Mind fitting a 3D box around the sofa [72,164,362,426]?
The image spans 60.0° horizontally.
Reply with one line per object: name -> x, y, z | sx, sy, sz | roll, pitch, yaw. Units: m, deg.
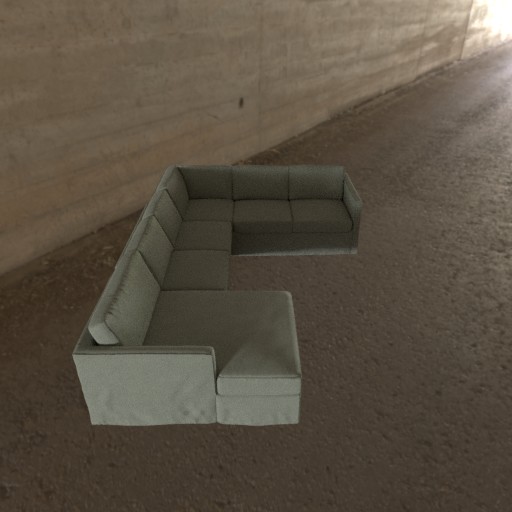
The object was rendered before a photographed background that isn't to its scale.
sofa -> 0.000, 0.000, 4.467 | 2.440, 0.869, 3.434 | 0, 31, 0
